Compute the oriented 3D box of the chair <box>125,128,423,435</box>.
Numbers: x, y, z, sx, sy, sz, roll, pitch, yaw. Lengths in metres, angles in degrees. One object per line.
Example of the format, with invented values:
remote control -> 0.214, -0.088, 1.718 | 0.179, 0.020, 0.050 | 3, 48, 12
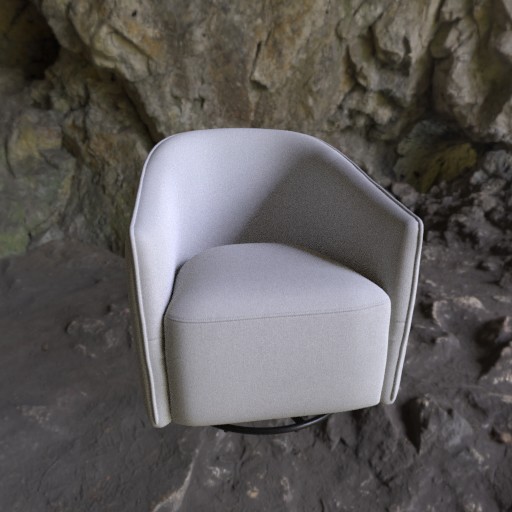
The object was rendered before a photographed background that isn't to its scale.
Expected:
chair -> 0.000, 0.000, 1.446 | 0.747, 0.799, 0.875 | -3, 16, -9
